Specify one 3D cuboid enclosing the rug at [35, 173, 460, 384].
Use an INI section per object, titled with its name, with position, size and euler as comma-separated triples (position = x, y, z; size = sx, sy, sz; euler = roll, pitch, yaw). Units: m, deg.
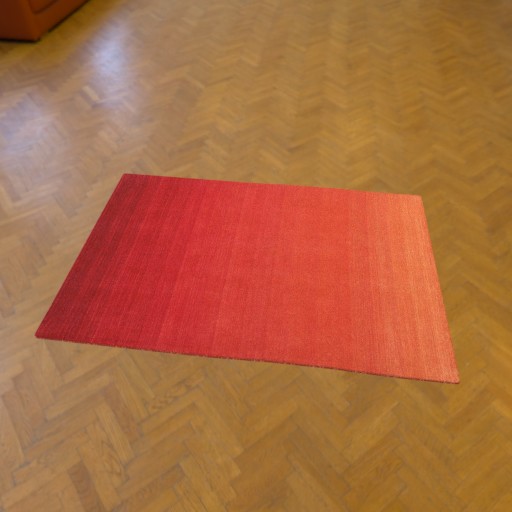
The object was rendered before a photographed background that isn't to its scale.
[rug]
position = 0.000, 0.000, 2.304
size = 1.835, 0.018, 1.230
euler = 5, 47, 5
